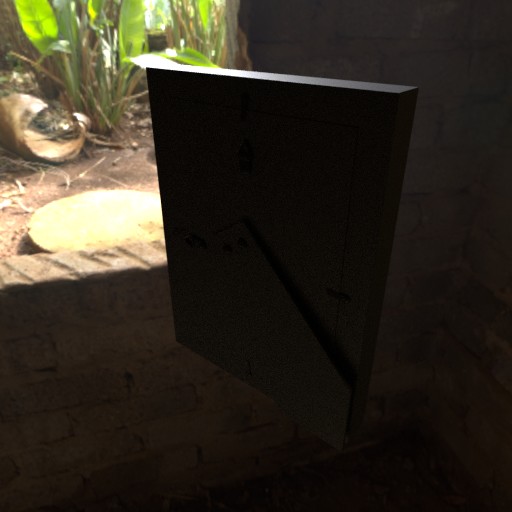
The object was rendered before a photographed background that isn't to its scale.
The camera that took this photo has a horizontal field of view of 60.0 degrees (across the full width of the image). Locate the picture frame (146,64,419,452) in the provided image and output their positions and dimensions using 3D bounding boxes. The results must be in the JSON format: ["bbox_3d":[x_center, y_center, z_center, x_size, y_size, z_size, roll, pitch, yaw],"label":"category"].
[{"bbox_3d":[0.000,0.000,0.274,0.157,0.208,0.028,21,35,33],"label":"picture frame"}]
